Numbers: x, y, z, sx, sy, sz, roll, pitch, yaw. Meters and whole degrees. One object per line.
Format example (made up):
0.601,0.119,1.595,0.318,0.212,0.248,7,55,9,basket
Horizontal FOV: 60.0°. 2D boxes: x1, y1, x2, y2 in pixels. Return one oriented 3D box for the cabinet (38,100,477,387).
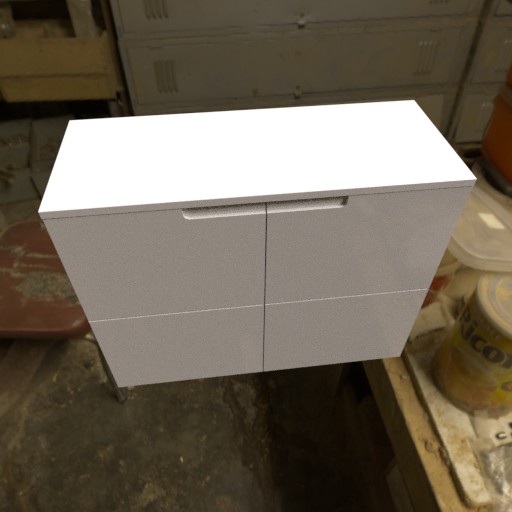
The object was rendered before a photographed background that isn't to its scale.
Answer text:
0.000,0.000,1.426,1.000,0.800,0.400,-5,46,-5,cabinet
